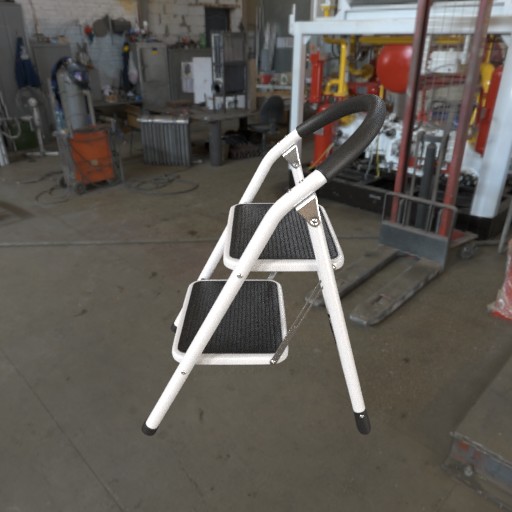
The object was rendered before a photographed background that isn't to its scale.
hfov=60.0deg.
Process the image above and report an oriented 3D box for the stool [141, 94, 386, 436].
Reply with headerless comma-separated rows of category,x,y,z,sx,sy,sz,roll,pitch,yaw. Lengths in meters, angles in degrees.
stool,0.000,0.000,1.108,0.559,0.760,0.453,0,26,0
